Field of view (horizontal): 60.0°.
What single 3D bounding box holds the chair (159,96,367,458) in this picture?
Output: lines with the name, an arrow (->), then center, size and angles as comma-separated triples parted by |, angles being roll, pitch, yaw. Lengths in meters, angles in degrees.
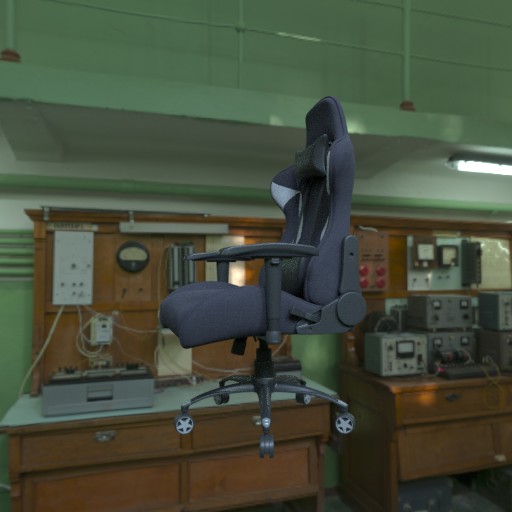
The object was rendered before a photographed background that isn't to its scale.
chair -> 0.000, 0.000, 1.732 | 0.695, 1.300, 0.730 | 1, -2, -18
